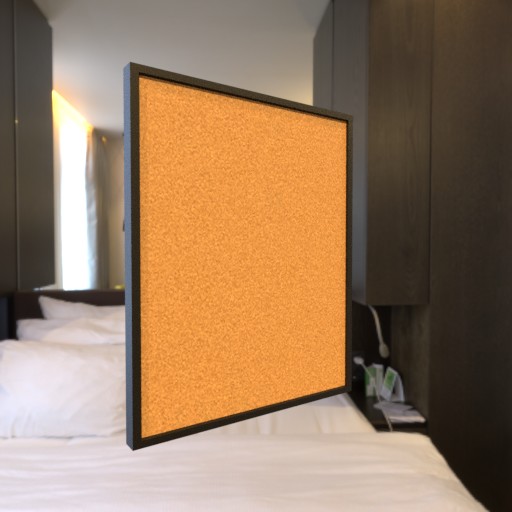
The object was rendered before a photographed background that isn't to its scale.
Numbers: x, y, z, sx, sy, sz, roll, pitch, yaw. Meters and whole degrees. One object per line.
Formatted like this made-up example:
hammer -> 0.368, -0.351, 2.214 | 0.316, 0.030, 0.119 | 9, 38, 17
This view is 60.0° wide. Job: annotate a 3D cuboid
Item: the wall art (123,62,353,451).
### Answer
wall art -> 0.000, 0.000, 0.779 | 0.457, 0.559, 0.029 | -1, 2, -35
